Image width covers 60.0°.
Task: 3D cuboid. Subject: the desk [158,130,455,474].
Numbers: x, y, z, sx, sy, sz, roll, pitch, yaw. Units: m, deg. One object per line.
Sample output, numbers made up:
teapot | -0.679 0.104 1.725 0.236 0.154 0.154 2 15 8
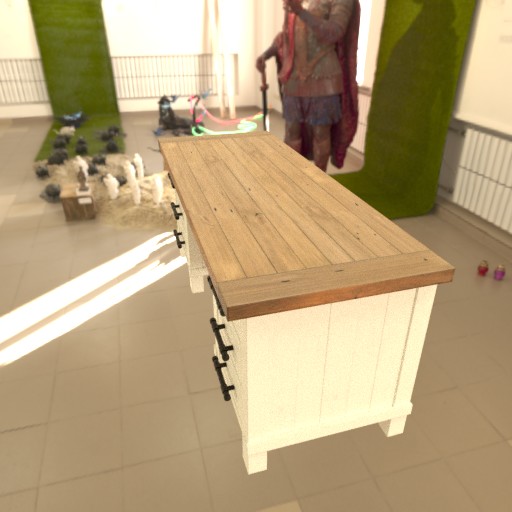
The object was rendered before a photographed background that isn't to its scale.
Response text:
desk | 0.000 0.000 2.158 0.688 0.760 1.803 -8 30 -14
